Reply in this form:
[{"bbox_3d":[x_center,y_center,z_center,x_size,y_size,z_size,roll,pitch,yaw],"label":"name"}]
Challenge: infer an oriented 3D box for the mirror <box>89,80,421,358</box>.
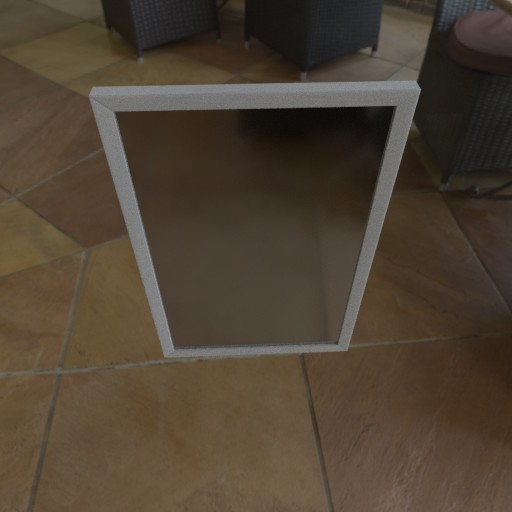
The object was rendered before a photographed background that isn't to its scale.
[{"bbox_3d":[0.000,0.000,1.158,0.609,0.915,0.040,-2,47,-2],"label":"mirror"}]
